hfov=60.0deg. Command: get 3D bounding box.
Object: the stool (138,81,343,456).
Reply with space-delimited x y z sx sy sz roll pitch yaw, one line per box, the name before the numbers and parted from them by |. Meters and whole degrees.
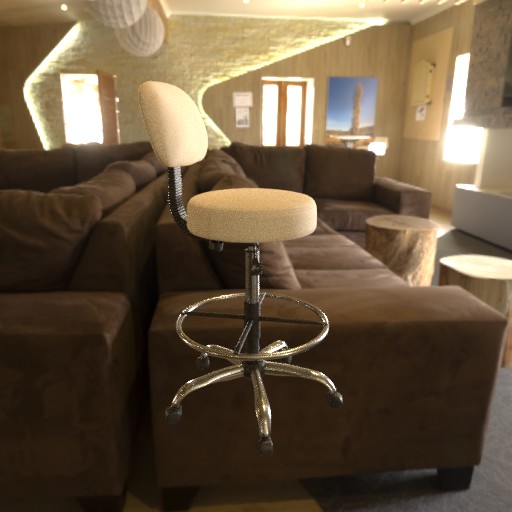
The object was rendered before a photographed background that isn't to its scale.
stool | 0.000 0.000 1.465 0.616 1.080 0.609 3 16 10
